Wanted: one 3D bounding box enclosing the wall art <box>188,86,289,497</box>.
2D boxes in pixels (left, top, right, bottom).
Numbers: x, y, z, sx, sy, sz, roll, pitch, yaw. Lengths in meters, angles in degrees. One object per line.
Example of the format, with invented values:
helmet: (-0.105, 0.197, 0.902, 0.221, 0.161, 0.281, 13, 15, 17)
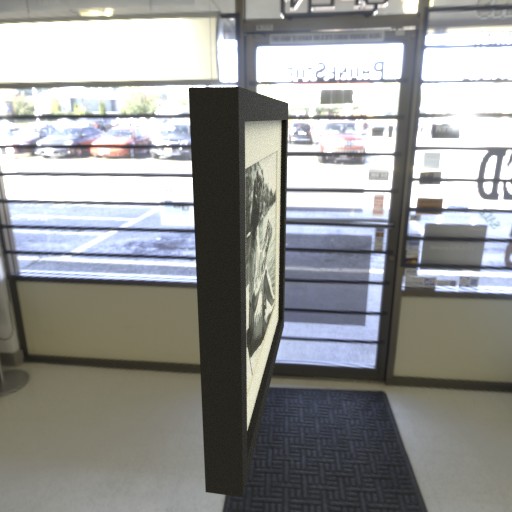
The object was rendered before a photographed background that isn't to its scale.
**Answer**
wall art: (0.000, 0.000, 0.454, 0.030, 0.305, 0.308, 3, 18, 9)
